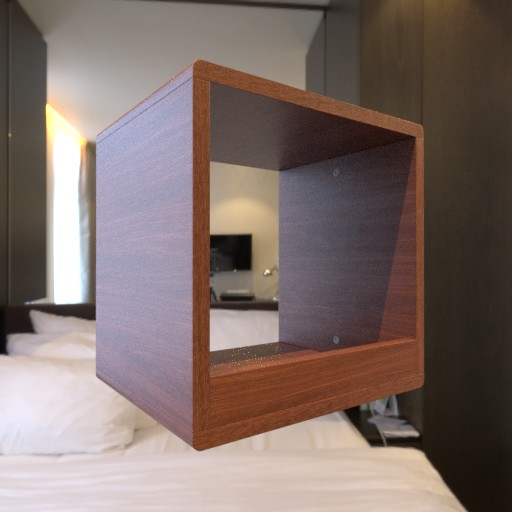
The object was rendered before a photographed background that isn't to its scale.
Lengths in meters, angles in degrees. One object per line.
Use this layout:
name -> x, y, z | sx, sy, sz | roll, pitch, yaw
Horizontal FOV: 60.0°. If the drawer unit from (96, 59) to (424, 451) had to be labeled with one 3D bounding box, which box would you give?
drawer unit -> 0.000, 0.000, 0.612 | 0.349, 0.351, 0.290 | 0, 0, -36
